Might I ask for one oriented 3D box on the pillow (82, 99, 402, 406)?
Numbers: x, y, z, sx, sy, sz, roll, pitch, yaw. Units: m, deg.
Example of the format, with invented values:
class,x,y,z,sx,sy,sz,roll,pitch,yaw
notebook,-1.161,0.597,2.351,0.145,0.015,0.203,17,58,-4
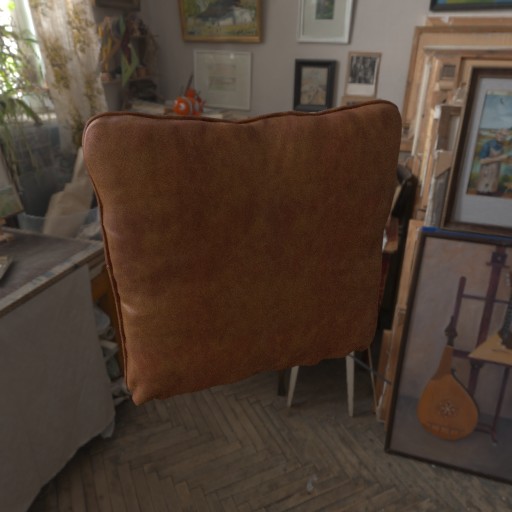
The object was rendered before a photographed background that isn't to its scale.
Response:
class,x,y,z,sx,sy,sz,roll,pitch,yaw
pillow,0.000,0.000,0.749,0.489,0.490,0.130,-9,27,-17
